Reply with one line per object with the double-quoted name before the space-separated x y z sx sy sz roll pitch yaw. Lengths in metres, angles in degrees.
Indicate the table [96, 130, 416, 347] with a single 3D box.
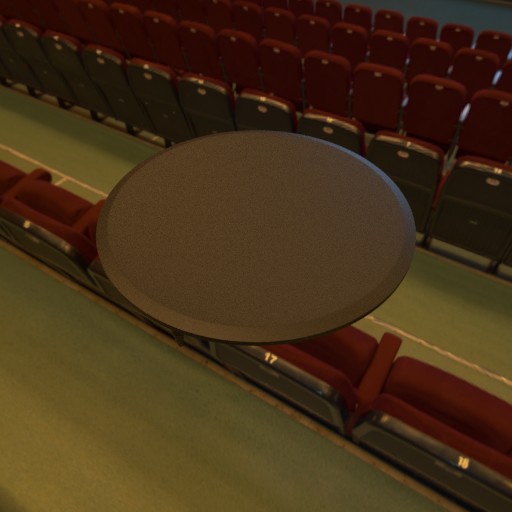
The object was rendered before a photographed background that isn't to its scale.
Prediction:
"table" 0.000 0.000 1.420 0.900 0.400 0.900 0 46 0
